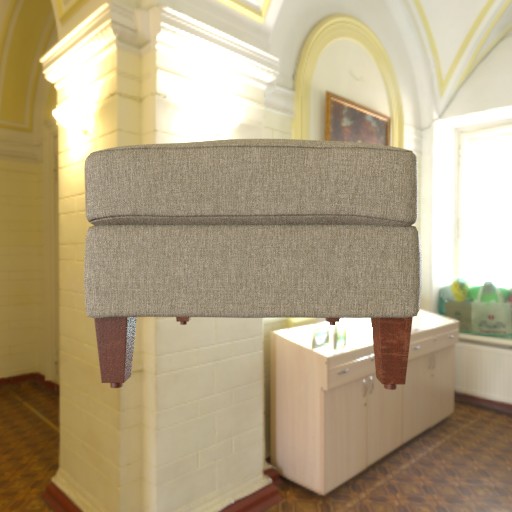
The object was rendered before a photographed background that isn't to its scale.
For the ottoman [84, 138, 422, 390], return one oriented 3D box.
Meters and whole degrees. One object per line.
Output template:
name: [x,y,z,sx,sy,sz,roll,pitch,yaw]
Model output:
ottoman: [0.000,0.000,1.213,0.639,0.494,0.873,0,1,1]
